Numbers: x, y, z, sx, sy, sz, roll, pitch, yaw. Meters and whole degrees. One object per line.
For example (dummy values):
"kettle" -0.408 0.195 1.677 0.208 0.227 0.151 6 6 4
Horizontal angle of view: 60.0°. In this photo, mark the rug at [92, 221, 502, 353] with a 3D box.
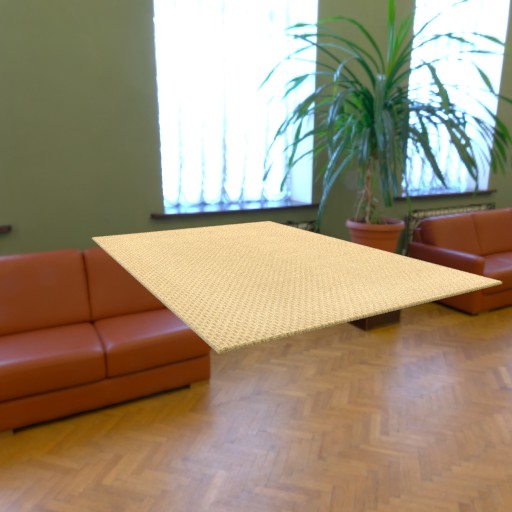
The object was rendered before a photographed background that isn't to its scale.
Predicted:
"rug" 0.000 0.000 2.678 1.509 0.013 2.144 -8 16 -29
